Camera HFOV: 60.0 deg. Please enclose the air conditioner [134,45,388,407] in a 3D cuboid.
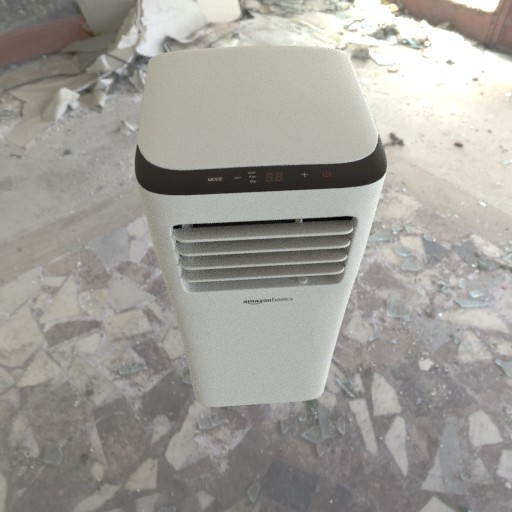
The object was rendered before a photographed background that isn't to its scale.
[{"bbox_3d":[0.000,0.000,0.922,0.352,0.716,0.369,-3,47,-3],"label":"air conditioner"}]
